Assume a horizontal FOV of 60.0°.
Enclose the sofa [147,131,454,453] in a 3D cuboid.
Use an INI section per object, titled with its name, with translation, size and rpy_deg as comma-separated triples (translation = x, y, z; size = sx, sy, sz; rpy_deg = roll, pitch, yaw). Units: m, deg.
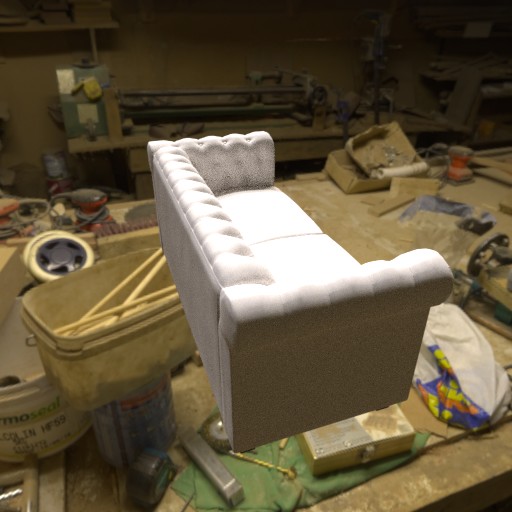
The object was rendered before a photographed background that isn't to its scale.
[sofa]
translation = 0.000, 0.000, 2.219
size = 0.771, 0.796, 1.798
rpy_deg = -10, 32, -17
